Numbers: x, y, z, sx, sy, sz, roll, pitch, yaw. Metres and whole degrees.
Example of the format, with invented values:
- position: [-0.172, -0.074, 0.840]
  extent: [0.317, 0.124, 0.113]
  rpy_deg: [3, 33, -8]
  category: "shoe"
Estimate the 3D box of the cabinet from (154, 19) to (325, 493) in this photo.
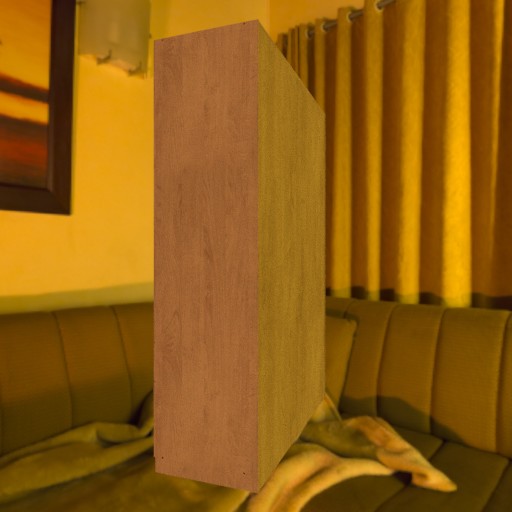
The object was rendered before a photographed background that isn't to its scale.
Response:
- position: [0.000, 0.000, 2.480]
  extent: [0.510, 1.910, 1.290]
  rpy_deg: [0, 0, 21]
  category: "cabinet"
